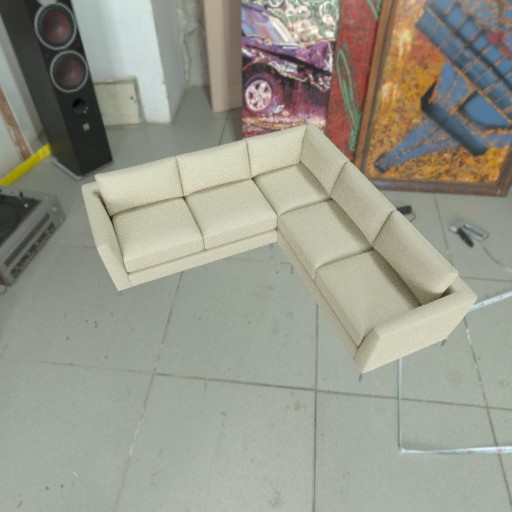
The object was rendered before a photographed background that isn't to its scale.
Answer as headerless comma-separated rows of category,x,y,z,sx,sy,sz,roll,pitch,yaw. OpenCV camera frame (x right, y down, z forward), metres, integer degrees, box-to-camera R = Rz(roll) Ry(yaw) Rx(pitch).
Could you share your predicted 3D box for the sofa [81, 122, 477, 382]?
sofa,0.000,0.000,3.769,2.430,0.867,2.448,-18,50,-15
